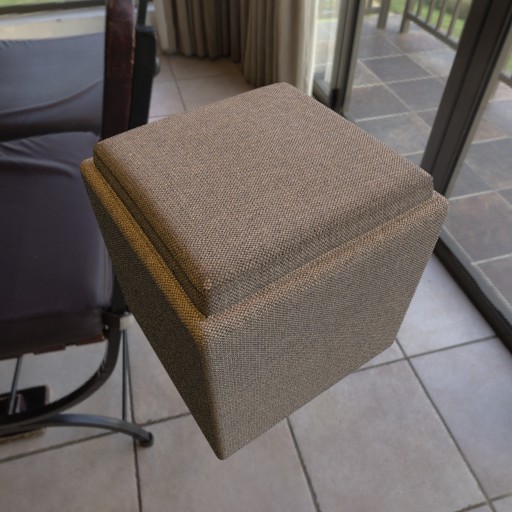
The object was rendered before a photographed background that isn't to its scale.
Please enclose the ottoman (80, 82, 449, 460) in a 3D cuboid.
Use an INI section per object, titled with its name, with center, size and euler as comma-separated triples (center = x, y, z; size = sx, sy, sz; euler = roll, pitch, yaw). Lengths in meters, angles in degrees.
[ottoman]
center = 0.000, 0.000, 0.853
size = 0.454, 0.487, 0.436
euler = -26, 52, -22
